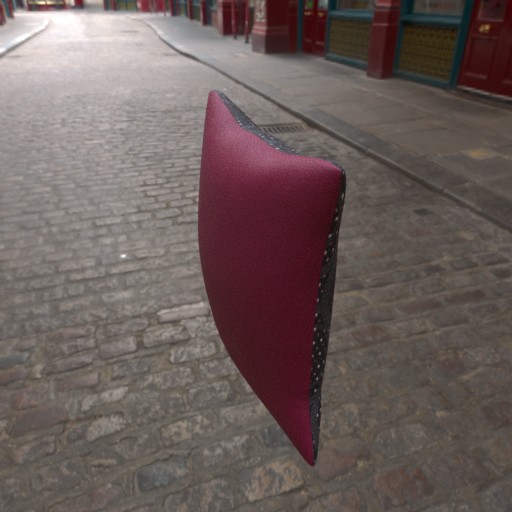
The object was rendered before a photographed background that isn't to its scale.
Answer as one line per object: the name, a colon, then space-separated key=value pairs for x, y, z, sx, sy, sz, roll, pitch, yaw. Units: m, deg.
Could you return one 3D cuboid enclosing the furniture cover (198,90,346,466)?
furniture cover: x=0.000 y=0.000 z=0.827 sx=0.193 sy=0.509 sz=0.552 roll=-10 pitch=31 yaw=-17
